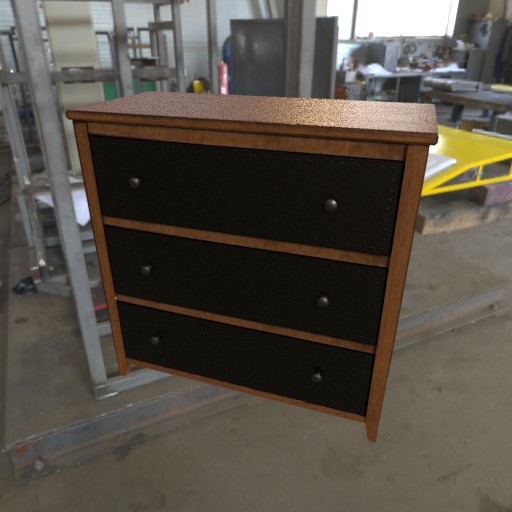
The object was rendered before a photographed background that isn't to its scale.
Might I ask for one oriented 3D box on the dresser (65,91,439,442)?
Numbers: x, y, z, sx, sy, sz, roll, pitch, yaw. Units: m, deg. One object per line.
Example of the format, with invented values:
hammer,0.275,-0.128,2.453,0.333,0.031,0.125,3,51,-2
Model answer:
dresser,0.000,0.000,1.902,1.250,1.224,0.591,9,28,17
